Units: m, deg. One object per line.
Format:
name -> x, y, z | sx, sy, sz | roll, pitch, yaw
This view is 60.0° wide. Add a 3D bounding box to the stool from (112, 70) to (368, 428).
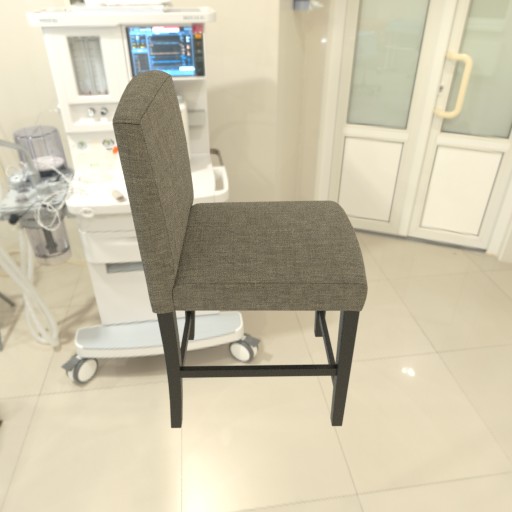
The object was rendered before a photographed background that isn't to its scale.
stool -> 0.000, 0.000, 1.252 | 0.552, 0.966, 0.451 | -1, 33, -1
